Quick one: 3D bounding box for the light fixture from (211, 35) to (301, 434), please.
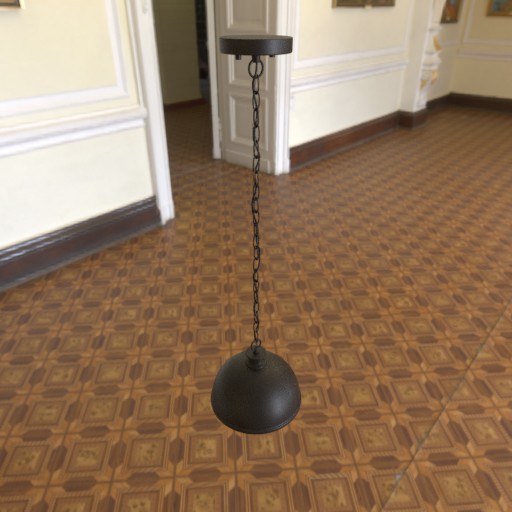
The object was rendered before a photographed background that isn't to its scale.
[{"bbox_3d":[0.000,0.000,1.228,0.304,1.090,0.304,-20,35,-31],"label":"light fixture"}]
